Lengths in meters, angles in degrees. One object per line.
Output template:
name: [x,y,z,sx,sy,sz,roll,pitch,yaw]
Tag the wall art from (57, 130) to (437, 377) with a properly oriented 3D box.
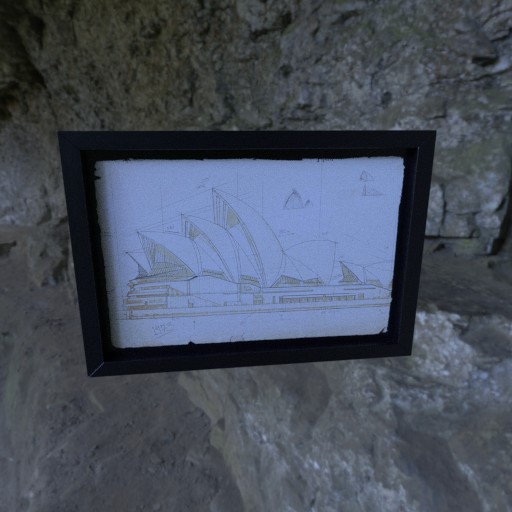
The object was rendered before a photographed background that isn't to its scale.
wall art: [0.000,0.000,0.841,0.657,0.458,0.027,-2,17,-7]
